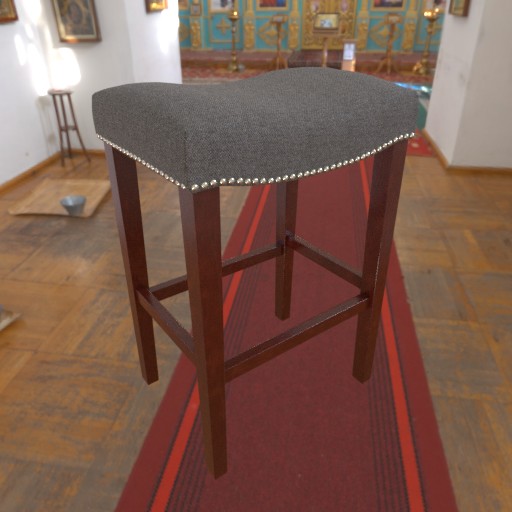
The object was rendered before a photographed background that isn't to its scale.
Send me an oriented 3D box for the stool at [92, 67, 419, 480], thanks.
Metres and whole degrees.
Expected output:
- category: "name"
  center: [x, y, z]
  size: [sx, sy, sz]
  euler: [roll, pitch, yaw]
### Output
- category: "stool"
  center: [0.000, 0.000, 0.985]
  size: [0.504, 0.742, 0.372]
  euler: [-20, 35, -31]
